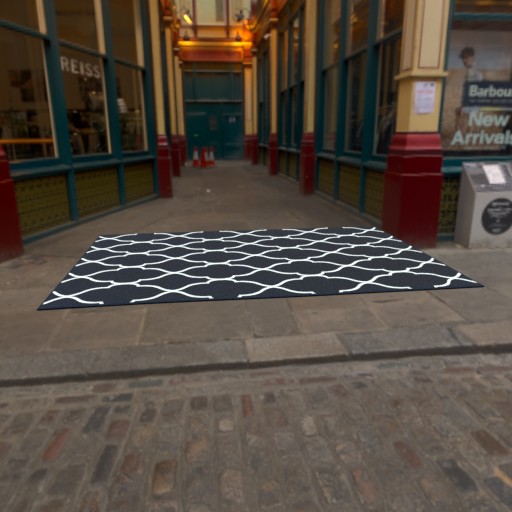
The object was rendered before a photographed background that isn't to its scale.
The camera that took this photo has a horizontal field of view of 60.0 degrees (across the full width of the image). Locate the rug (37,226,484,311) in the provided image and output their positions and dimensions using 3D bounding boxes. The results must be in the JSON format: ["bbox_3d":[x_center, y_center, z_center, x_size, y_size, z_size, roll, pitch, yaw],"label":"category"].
[{"bbox_3d":[0.000,0.000,2.951,2.294,0.014,1.528,-2,16,-8],"label":"rug"}]
